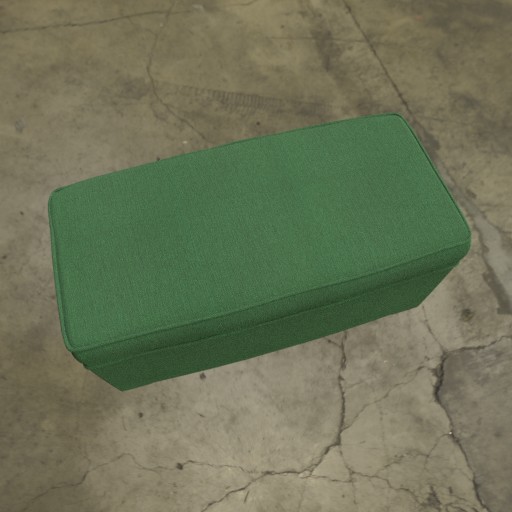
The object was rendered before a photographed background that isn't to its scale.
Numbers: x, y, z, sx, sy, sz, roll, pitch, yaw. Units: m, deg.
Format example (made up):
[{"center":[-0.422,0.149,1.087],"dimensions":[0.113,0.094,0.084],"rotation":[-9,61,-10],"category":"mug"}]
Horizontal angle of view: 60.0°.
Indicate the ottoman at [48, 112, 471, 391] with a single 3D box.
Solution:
[{"center":[0.000,0.000,1.243],"dimensions":[0.957,0.471,0.483],"rotation":[-14,64,-7],"category":"ottoman"}]
